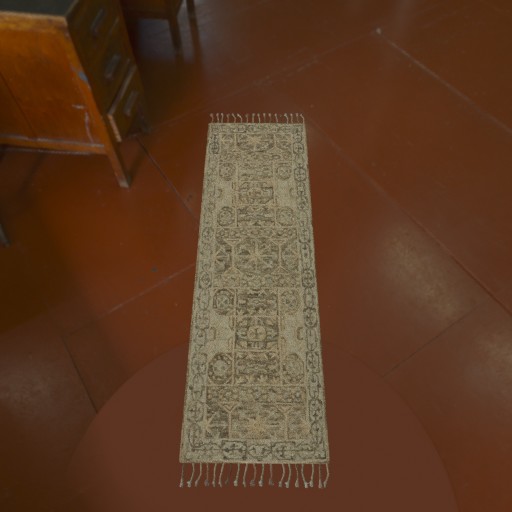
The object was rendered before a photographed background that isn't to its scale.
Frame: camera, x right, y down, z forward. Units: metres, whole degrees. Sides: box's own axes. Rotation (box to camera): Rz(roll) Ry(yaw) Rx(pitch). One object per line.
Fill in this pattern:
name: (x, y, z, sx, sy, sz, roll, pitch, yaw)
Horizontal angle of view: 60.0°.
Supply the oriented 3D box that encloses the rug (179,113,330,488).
rug: (0.000, 0.000, 2.869, 0.762, 0.011, 2.664, 0, 59, 0)
